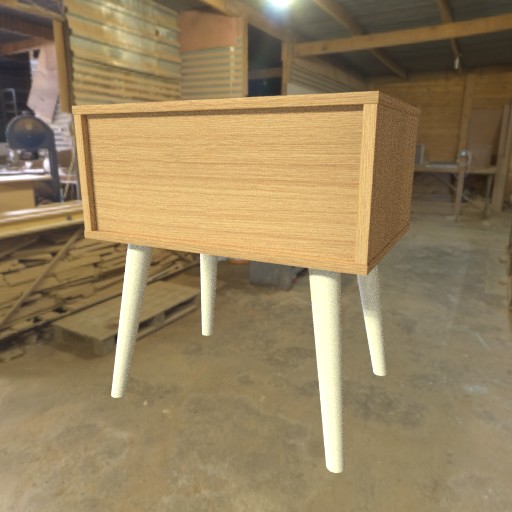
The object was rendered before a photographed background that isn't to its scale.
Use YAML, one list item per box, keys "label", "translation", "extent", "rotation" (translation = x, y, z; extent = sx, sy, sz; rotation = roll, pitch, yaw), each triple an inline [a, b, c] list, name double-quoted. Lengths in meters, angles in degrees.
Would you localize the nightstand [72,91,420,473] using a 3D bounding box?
- label: "nightstand"
  translation: [0.000, 0.000, 0.960]
  extent: [0.571, 0.610, 0.407]
  rotation: [7, 16, 26]
